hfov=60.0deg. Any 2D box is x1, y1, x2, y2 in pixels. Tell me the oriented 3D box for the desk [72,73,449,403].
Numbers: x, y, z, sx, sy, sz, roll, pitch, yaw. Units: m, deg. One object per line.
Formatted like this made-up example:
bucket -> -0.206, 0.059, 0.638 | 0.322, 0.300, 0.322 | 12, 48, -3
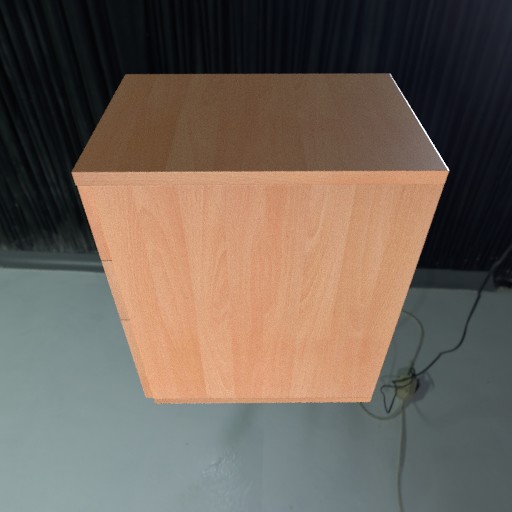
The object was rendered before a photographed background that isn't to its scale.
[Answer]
desk -> 0.000, 0.000, 1.085 | 0.600, 0.730, 0.404 | 0, 43, 0
